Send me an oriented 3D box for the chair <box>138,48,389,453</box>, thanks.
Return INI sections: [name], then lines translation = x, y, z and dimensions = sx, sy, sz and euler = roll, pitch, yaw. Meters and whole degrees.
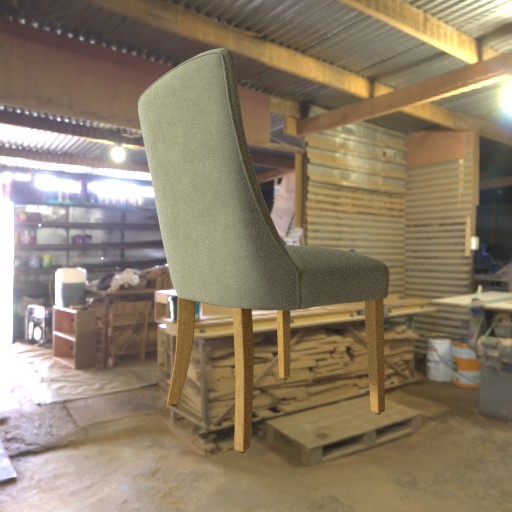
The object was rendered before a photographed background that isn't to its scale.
[chair]
translation = 0.000, 0.000, 1.274
dimensions = 0.610, 0.902, 0.495
euler = 0, 1, -35
